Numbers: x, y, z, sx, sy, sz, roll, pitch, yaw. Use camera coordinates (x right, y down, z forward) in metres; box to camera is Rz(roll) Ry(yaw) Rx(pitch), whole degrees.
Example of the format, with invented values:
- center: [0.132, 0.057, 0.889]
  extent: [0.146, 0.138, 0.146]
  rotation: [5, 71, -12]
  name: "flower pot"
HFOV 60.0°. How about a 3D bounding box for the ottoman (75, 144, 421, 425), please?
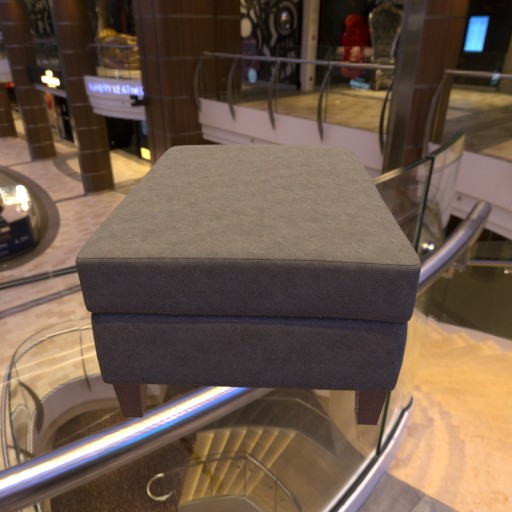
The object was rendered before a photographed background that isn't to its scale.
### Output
- center: [0.000, 0.000, 1.235]
  extent: [0.639, 0.464, 0.839]
  rotation: [1, 27, 2]
  name: "ottoman"
